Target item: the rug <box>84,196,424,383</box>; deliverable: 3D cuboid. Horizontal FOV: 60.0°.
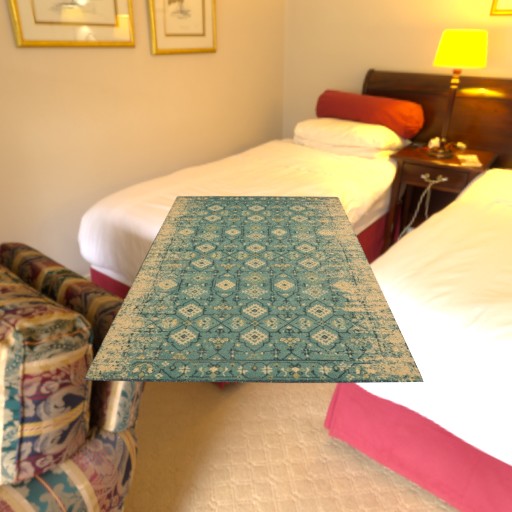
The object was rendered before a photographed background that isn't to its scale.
[{"bbox_3d":[0.000,0.000,2.225,1.102,0.008,1.795,0,27,1],"label":"rug"}]
